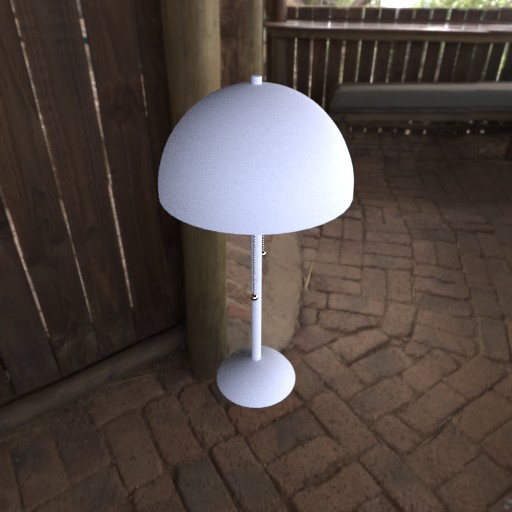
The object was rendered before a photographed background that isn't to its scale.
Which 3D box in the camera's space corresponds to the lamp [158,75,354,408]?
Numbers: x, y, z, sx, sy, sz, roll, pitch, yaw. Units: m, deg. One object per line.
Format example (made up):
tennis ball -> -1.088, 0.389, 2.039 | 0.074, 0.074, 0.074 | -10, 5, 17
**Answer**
lamp -> 0.000, 0.000, 0.433 | 0.171, 0.330, 0.171 | 0, 32, 0
